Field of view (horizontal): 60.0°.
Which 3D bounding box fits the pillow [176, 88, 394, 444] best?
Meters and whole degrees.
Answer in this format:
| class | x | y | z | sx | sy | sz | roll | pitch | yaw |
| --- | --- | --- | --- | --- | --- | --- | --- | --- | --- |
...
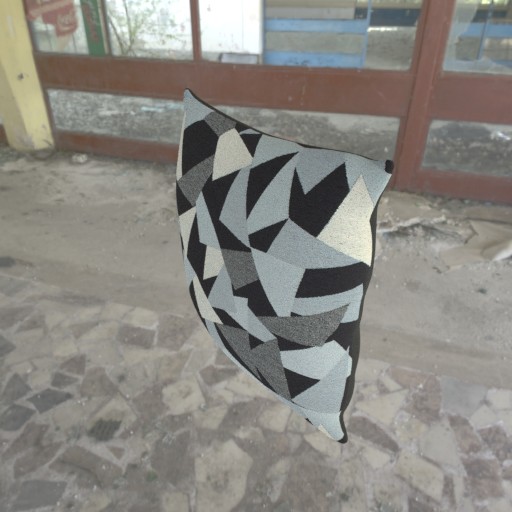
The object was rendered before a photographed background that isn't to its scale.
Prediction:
| class | x | y | z | sx | sy | sz | roll | pitch | yaw |
| --- | --- | --- | --- | --- | --- | --- | --- | --- | --- |
| pillow | 0.000 | 0.000 | 0.785 | 0.208 | 0.496 | 0.503 | -20 | 36 | -30 |
